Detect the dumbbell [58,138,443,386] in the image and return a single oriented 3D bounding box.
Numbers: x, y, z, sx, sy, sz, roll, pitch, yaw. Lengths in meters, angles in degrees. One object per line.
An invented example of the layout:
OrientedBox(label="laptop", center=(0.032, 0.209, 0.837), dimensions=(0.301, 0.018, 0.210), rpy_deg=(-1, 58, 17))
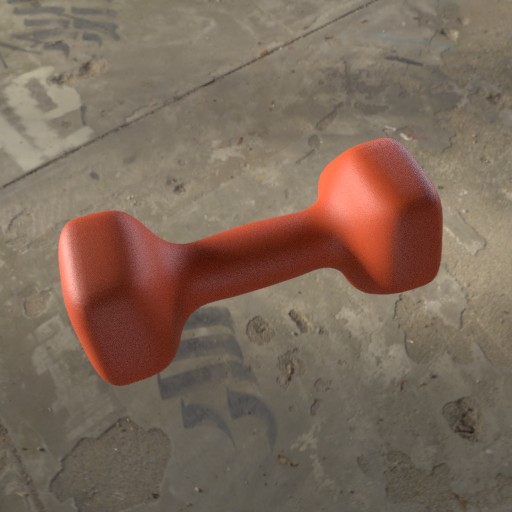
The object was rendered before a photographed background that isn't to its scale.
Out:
OrientedBox(label="dumbbell", center=(0.000, 0.000, 0.204), dimensions=(0.162, 0.071, 0.079), rpy_deg=(-16, 59, -10))
